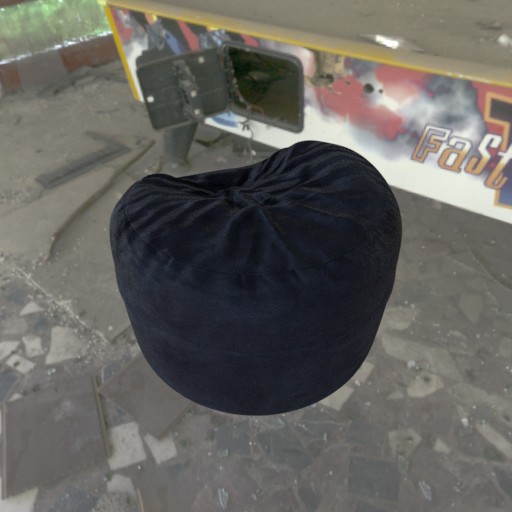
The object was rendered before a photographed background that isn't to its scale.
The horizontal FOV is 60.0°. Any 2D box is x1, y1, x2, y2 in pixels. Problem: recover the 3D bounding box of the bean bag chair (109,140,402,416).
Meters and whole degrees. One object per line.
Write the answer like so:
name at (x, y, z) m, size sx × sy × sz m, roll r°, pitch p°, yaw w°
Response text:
bean bag chair at (0.000, 0.000, 1.514) m, size 0.918 × 0.616 × 0.918 m, roll 0°, pitch 41°, yaw 0°
